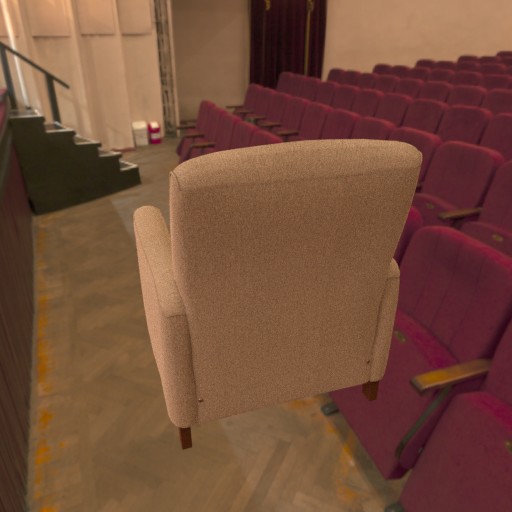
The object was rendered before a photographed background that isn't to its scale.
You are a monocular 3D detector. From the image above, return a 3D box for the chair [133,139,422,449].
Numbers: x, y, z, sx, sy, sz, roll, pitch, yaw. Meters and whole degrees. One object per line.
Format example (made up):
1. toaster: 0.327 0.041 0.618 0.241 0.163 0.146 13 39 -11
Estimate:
1. chair: 0.000 0.000 1.659 0.848 1.014 0.864 -8 28 -16
